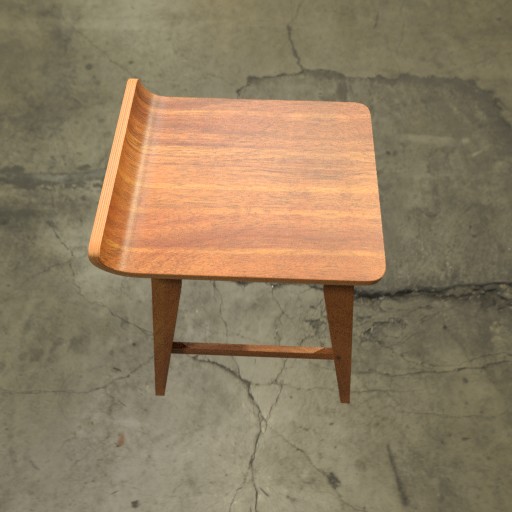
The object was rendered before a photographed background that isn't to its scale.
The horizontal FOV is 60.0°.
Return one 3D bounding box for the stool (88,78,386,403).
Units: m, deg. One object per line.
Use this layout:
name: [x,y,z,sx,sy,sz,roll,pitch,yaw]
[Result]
stool: [0.000,0.000,0.961,0.500,0.650,0.500,2,63,1]
